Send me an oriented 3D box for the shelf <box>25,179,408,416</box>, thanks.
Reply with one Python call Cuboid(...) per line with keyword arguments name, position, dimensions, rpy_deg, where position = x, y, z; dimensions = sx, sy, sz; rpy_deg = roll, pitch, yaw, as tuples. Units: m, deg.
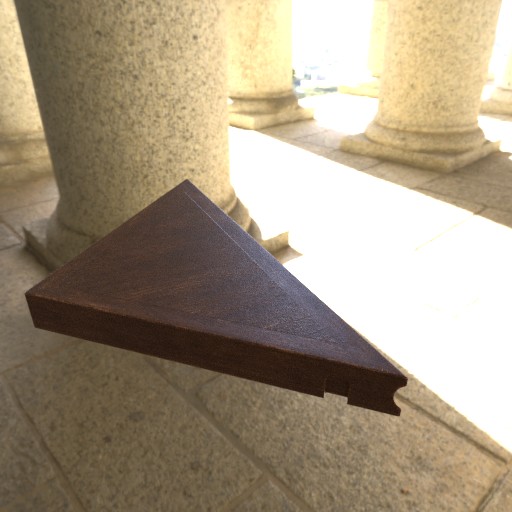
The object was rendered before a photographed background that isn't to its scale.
Cuboid(name="shelf", position=(0.000, 0.000, 0.445), dimensions=(0.296, 0.035, 0.296), rpy_deg=(9, 30, 16))
